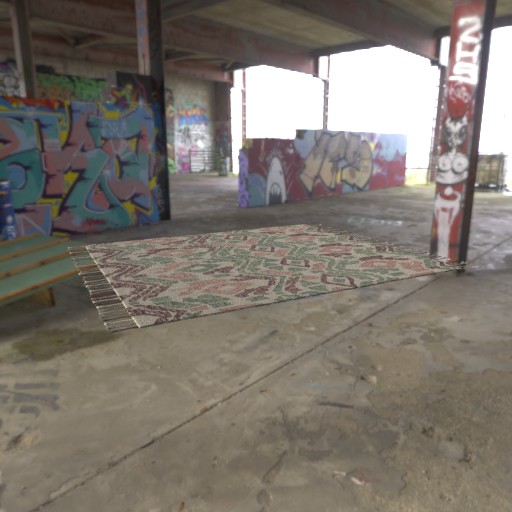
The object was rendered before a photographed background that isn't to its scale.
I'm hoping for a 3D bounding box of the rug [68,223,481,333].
[{"bbox_3d":[0.000,0.000,4.096,3.048,0.010,2.438,-7,16,-27],"label":"rug"}]
